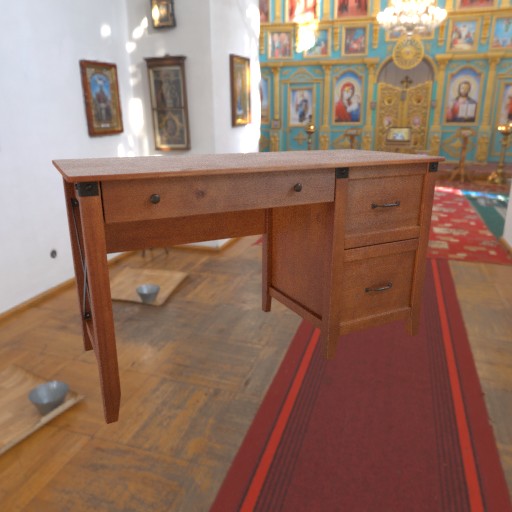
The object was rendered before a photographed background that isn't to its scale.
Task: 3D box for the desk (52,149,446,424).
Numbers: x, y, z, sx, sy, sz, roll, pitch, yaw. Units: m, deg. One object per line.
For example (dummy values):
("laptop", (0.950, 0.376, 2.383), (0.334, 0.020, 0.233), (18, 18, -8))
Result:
("desk", (0.000, 0.000, 1.751), (1.353, 0.756, 0.574), (-9, 19, -26))
